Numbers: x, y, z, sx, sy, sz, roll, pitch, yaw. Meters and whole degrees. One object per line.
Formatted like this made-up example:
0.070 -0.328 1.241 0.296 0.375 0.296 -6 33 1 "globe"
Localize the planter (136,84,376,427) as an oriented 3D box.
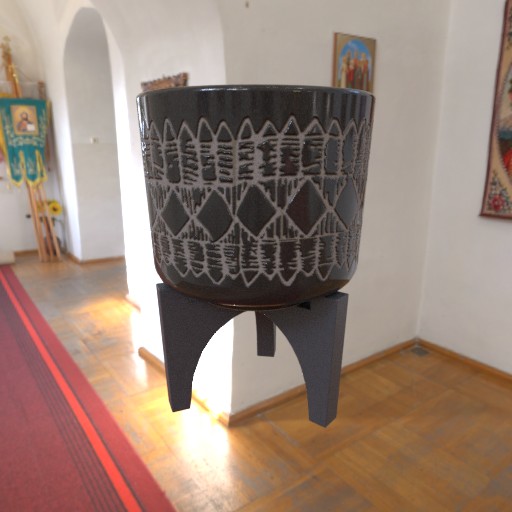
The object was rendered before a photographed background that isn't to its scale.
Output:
0.000 0.000 0.523 0.251 0.355 0.251 2 15 9 "planter"
